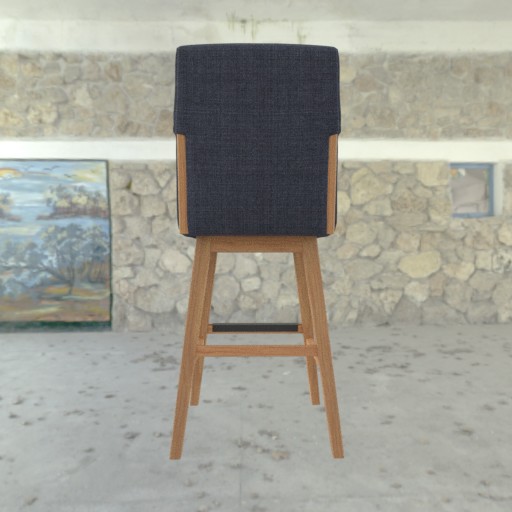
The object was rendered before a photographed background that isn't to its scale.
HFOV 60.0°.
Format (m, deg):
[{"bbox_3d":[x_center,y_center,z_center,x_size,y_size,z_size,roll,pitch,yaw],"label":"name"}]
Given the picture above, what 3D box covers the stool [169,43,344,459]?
[{"bbox_3d":[0.000,0.000,1.412,0.483,1.112,0.570,0,1,-1],"label":"stool"}]
